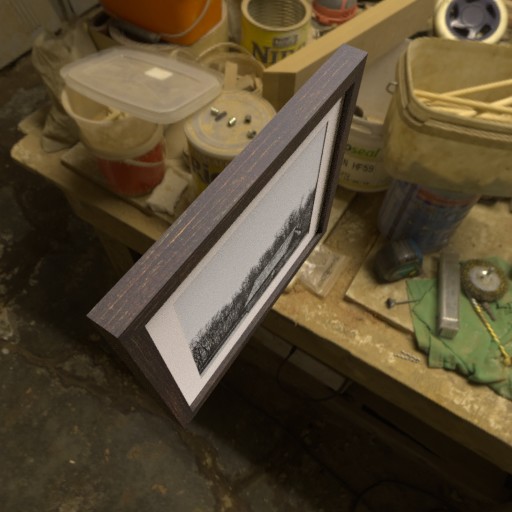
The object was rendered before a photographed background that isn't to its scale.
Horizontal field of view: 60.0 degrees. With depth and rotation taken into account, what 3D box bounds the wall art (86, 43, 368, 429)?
[{"bbox_3d":[0.000,0.000,0.530,0.031,0.330,0.381,30,63,17],"label":"wall art"}]
